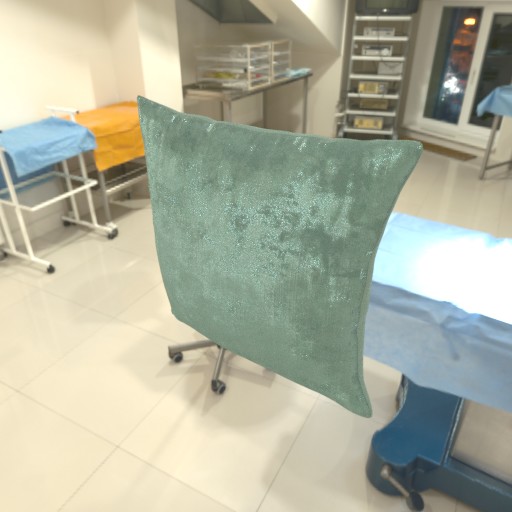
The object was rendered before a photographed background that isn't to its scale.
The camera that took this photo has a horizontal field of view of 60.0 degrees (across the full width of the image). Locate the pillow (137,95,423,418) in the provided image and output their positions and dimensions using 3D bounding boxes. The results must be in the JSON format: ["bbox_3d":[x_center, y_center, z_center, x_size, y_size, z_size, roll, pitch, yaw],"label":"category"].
[{"bbox_3d":[0.000,0.000,0.734,0.470,0.464,0.175,20,35,30],"label":"pillow"}]
